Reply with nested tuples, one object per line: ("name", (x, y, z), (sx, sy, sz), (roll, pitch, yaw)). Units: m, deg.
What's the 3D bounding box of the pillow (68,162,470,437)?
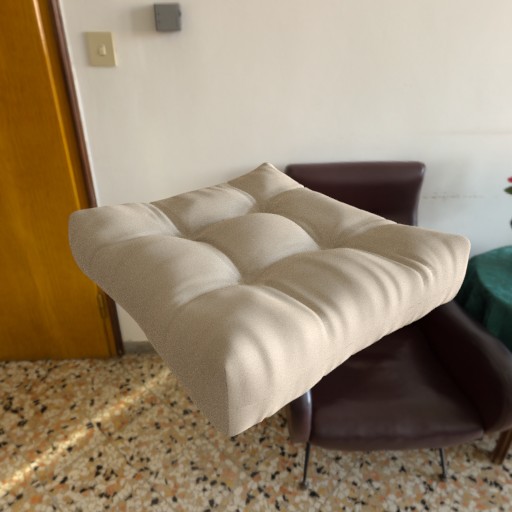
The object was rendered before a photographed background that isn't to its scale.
("pillow", (0.000, 0.000, 0.722), (0.468, 0.128, 0.490), (-21, 35, -33))
